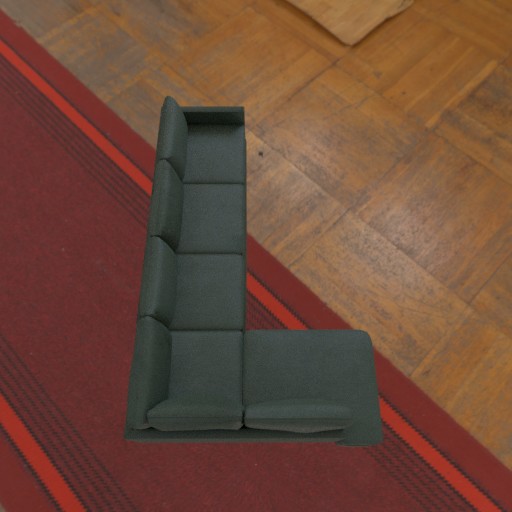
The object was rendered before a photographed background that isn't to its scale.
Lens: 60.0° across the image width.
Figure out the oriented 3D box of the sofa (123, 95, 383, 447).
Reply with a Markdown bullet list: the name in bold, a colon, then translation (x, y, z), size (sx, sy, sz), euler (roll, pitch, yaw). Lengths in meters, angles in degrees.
- **sofa**: translation (0.000, 0.000, 4.296), size (2.048, 0.996, 3.384), euler (0, 65, 0)
